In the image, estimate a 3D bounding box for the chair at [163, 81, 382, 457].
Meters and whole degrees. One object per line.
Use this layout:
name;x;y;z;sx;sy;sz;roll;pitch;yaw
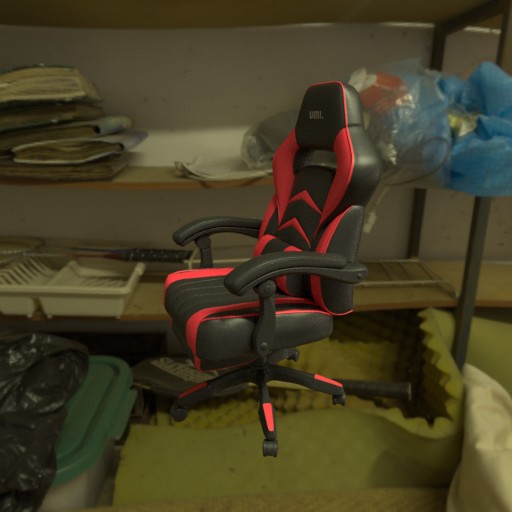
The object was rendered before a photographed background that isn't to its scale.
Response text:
chair;0.000;0.000;1.646;0.700;1.220;0.700;-8;18;-24
